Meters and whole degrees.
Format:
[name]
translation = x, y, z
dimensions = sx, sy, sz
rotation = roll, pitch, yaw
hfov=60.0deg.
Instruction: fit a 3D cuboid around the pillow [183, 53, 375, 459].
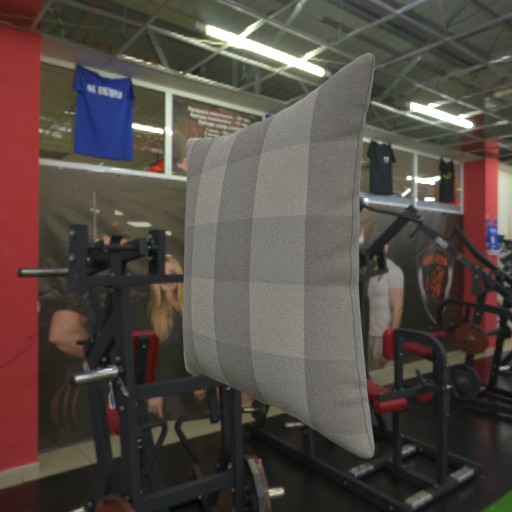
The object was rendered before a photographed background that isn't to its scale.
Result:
[pillow]
translation = 0.000, 0.000, 0.760
dimensions = 0.161, 0.509, 0.511
rotation = 0, 0, -35
